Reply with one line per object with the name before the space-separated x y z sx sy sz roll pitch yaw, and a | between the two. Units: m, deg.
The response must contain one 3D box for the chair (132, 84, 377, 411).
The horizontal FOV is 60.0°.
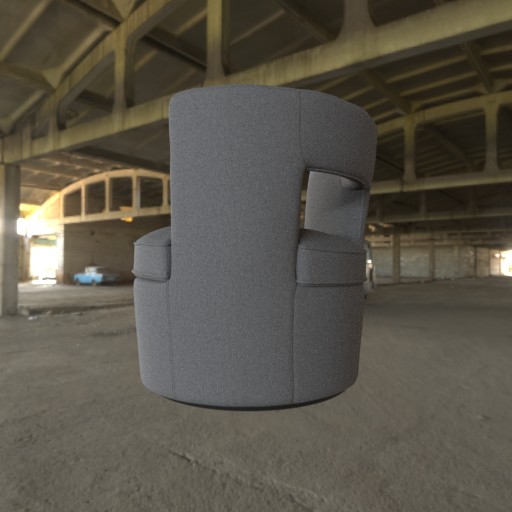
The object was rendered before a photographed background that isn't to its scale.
chair | 0.000 0.000 1.258 0.660 0.719 0.689 -1 -1 37
